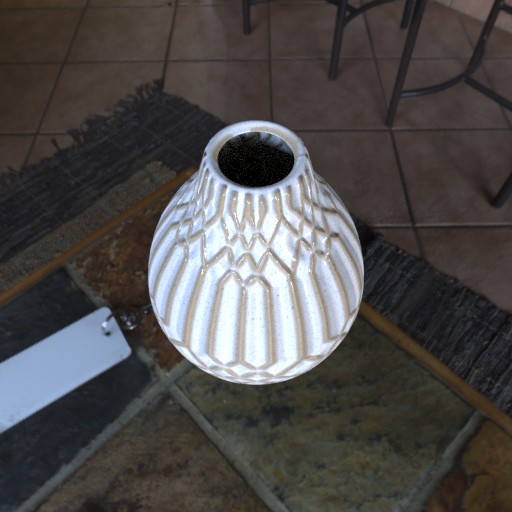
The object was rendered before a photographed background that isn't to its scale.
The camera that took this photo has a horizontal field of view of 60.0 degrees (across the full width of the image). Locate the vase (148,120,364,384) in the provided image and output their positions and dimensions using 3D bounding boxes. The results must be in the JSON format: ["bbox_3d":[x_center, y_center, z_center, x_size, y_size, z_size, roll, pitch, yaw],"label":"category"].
[{"bbox_3d":[0.000,0.000,0.314,0.159,0.200,0.159,0,58,0],"label":"vase"}]
